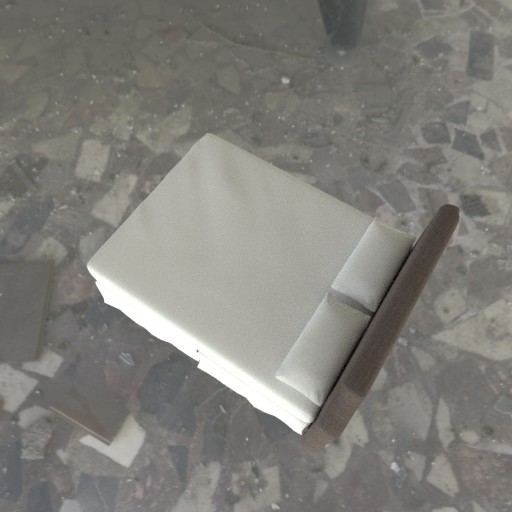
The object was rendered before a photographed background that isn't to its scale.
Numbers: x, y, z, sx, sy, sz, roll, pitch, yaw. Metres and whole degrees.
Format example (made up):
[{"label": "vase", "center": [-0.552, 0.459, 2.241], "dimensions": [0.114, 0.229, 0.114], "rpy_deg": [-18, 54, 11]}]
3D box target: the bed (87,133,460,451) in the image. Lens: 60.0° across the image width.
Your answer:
[{"label": "bed", "center": [0.000, 0.000, 3.232], "dimensions": [2.116, 1.290, 1.693], "rpy_deg": [31, 67, 14]}]
